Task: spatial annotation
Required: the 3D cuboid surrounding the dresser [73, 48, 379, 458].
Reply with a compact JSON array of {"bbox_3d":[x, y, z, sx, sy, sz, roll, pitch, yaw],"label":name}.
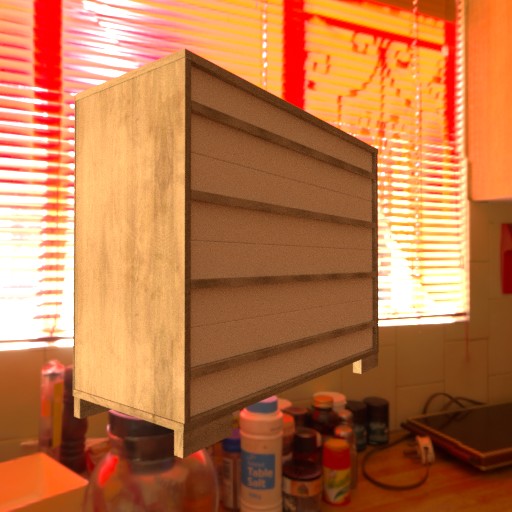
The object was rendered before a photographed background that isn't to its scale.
[{"bbox_3d":[0.000,0.000,1.395,0.404,0.816,0.994,-1,-1,37],"label":"dresser"}]
